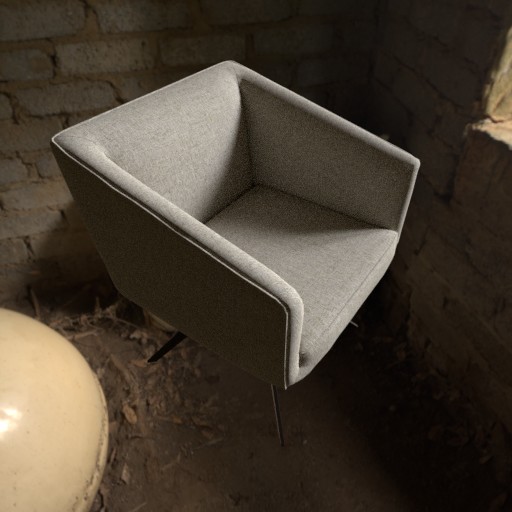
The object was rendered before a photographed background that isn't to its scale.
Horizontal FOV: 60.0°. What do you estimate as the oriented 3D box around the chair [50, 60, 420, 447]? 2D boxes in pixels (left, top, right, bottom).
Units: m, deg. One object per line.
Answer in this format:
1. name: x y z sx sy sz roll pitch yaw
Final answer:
1. chair: 0.000 0.000 1.203 0.623 0.760 0.628 25 47 26
